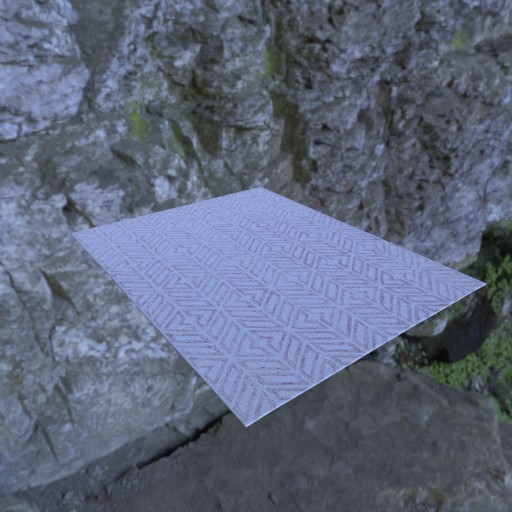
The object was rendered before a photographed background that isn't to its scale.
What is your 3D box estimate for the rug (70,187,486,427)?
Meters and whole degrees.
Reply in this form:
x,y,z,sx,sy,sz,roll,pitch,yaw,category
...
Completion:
x,y,z,sx,sy,sz,roll,pitch,yaw,category
0.000,0.000,4.055,2.421,0.008,3.045,-19,33,-32,rug
